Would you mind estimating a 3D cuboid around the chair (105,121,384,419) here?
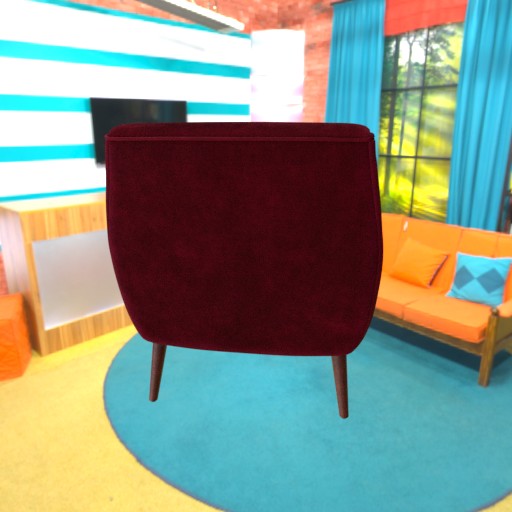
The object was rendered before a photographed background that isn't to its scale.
[{"bbox_3d":[0.000,0.000,1.459,0.762,0.838,0.787,2,16,8],"label":"chair"}]
